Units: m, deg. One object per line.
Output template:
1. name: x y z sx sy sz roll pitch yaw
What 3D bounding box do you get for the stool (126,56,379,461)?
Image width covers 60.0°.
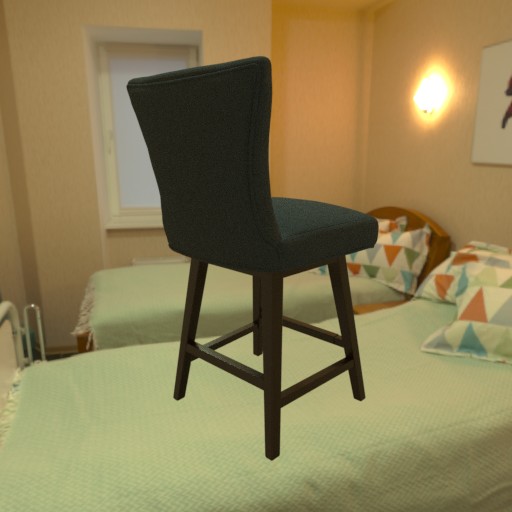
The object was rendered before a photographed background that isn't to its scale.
1. stool: 0.000 0.000 1.332 0.514 1.000 0.574 13 19 42
